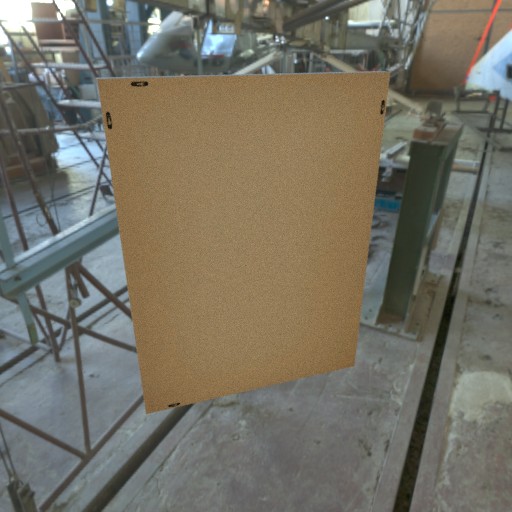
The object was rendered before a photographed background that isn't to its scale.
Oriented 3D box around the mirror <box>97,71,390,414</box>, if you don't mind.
[{"bbox_3d":[0.000,0.000,1.338,0.762,1.016,0.040,-8,27,-16],"label":"mirror"}]
